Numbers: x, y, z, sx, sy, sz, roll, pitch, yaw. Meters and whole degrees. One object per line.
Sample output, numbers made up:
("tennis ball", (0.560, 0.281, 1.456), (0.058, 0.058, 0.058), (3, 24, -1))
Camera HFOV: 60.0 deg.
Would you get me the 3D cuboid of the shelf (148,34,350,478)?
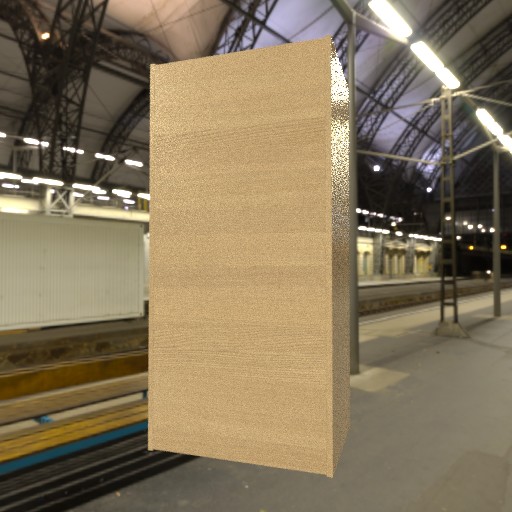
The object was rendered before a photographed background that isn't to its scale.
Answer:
("shelf", (0.000, 0.000, 1.080), (0.417, 0.876, 0.292), (0, -1, 18))
